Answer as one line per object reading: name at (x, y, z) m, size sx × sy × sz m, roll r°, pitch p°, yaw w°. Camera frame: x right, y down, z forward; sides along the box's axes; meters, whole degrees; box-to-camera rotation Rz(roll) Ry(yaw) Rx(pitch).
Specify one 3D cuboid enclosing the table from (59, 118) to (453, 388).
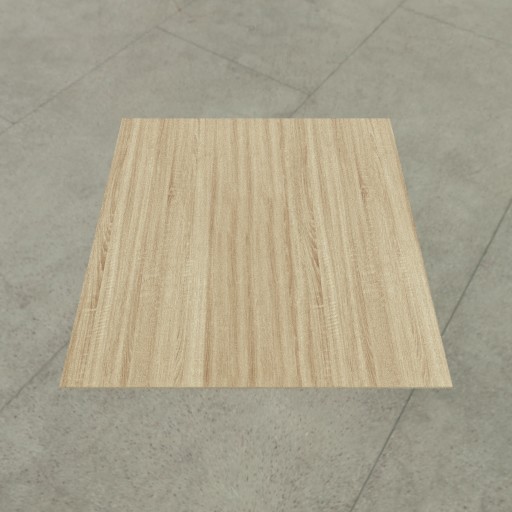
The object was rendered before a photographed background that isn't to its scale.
table at (0.000, 0.000, 1.367) m, size 0.890 × 0.305 × 0.890 m, roll 0°, pitch 58°, yaw 0°
